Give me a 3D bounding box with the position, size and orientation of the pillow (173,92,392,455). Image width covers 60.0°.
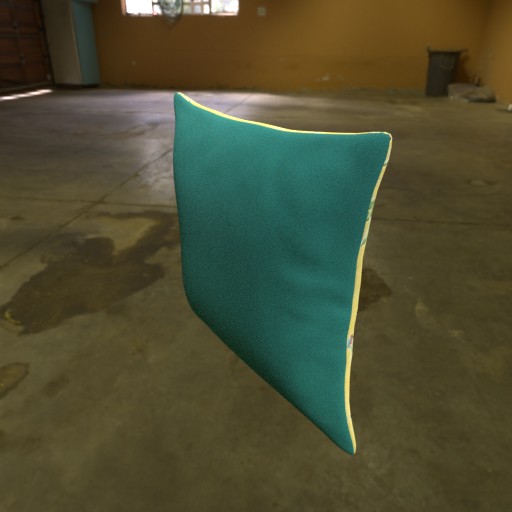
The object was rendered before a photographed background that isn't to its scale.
[{"bbox_3d":[0.000,0.000,0.789,0.166,0.508,0.525,-17,31,-32],"label":"pillow"}]
